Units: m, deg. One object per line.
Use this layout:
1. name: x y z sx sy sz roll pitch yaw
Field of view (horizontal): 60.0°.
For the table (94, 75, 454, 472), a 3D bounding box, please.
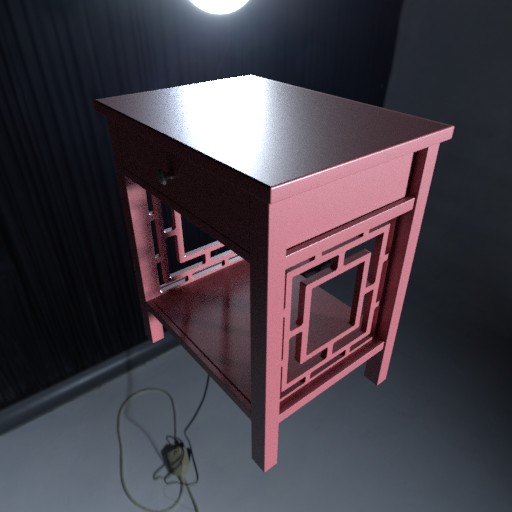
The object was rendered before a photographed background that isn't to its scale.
1. table: 0.000 0.000 1.073 0.451 0.686 0.599 -23 40 -32
